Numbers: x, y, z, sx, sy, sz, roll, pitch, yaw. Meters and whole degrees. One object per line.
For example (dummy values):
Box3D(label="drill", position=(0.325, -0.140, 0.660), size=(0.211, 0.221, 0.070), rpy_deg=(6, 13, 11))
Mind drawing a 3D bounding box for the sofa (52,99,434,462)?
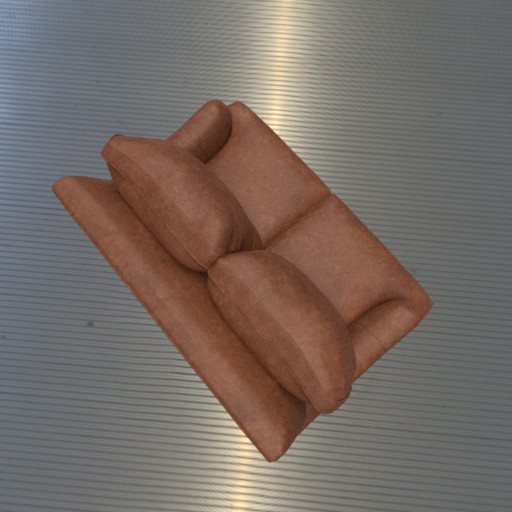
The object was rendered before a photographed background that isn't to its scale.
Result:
Box3D(label="sofa", position=(0.000, 0.000, 2.202), size=(1.077, 1.004, 1.527), rpy_deg=(-40, 79, -10))
